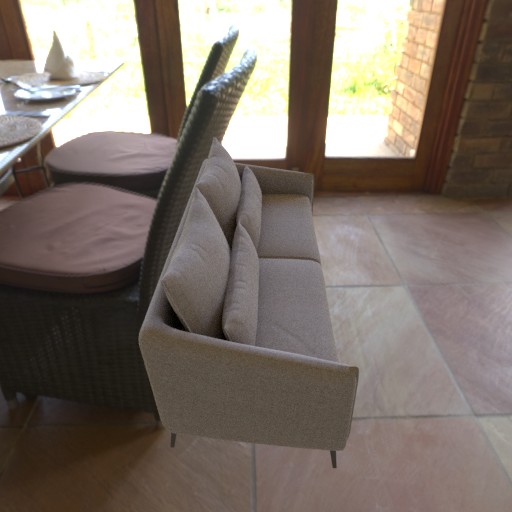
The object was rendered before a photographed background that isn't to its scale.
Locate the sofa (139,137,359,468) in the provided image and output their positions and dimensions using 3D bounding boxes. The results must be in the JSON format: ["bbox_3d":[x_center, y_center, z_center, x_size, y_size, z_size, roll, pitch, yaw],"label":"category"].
[{"bbox_3d":[0.000,0.000,2.475,0.809,0.833,2.022,1,32,1],"label":"sofa"}]
